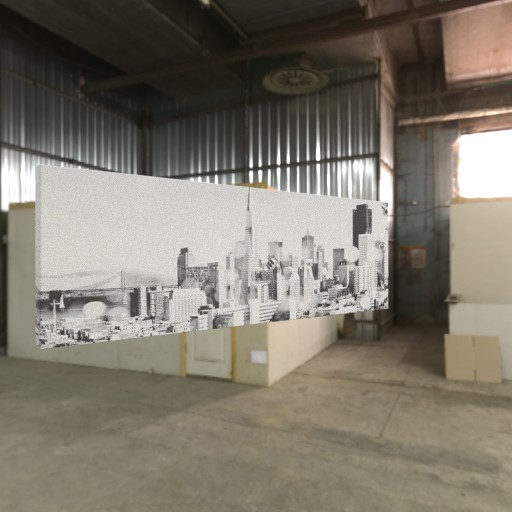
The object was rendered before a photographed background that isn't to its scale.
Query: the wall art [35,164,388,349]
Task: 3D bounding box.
[{"bbox_3d":[0.000,0.000,0.853,0.766,0.256,0.036,0,0,-37],"label":"wall art"}]
